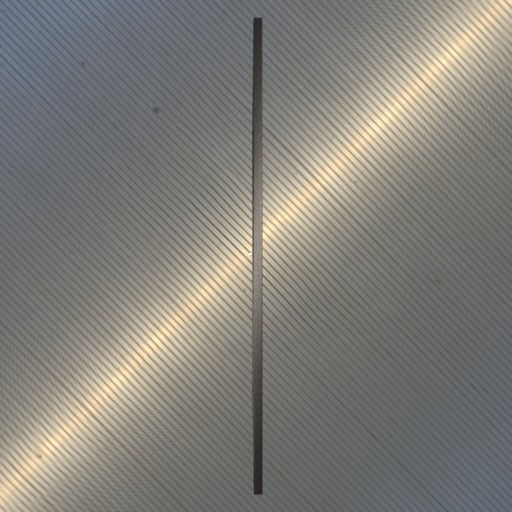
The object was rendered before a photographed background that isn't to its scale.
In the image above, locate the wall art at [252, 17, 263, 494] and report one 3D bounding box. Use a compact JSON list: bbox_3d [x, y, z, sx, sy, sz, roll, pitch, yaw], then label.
[{"bbox_3d":[0.000,0.000,0.837,0.013,0.447,0.660,0,90,-1],"label":"wall art"}]
